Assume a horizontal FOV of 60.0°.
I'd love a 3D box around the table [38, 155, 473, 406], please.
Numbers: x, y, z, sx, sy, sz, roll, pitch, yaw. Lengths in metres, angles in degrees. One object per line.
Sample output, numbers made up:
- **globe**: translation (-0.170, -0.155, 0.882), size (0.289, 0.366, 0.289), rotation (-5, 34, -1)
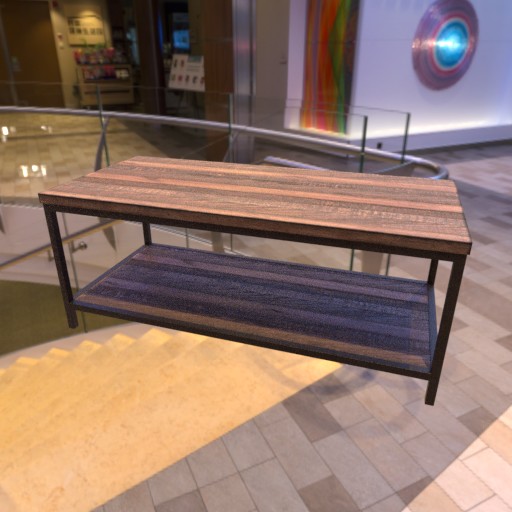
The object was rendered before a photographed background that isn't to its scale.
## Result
- **table**: translation (0.000, 0.000, 1.236), size (0.990, 0.399, 0.452), rotation (8, 26, 16)
